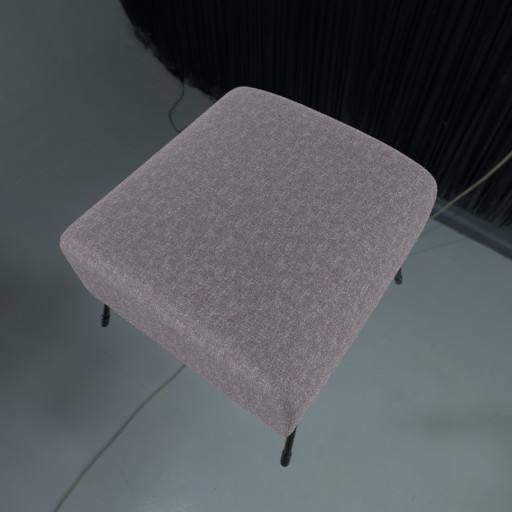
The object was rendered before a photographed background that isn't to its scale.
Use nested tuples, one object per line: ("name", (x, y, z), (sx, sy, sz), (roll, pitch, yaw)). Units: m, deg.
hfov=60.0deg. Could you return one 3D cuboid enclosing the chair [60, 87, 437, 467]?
("chair", (0.000, 0.000, 0.908), (0.530, 0.410, 0.530), (31, 62, 19))
